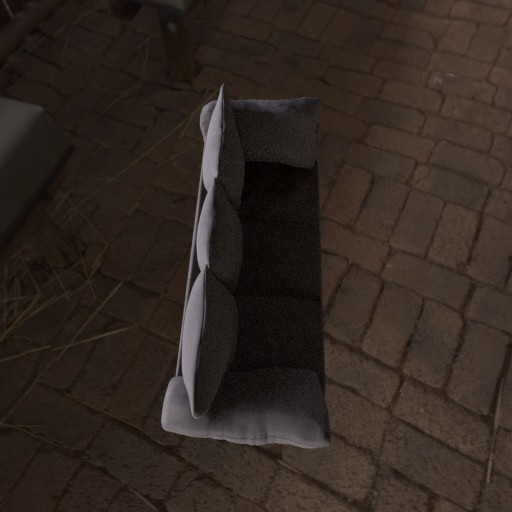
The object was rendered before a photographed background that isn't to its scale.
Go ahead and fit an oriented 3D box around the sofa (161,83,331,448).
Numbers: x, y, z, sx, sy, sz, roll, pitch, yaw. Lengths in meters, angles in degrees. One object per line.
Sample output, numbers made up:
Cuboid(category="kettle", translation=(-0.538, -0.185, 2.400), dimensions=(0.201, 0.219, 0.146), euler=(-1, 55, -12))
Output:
Cuboid(category="sofa", translation=(0.000, 0.000, 2.962), dimensions=(0.893, 0.981, 2.377), euler=(2, 62, 1))
